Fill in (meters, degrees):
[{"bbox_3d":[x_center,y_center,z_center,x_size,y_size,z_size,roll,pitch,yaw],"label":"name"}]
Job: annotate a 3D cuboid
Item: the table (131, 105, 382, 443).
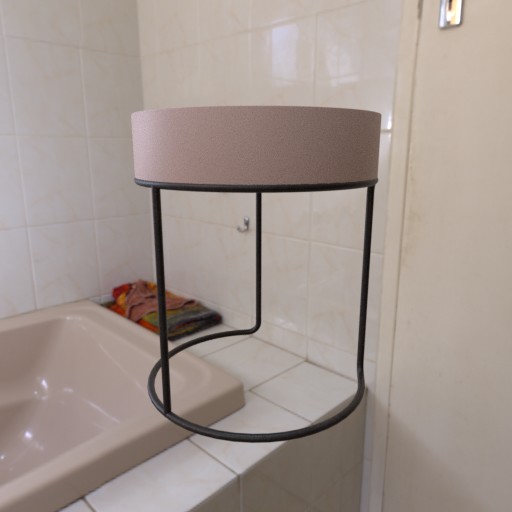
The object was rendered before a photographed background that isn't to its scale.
[{"bbox_3d":[0.000,0.000,0.882,0.450,0.530,0.450,0,14,0],"label":"table"}]
